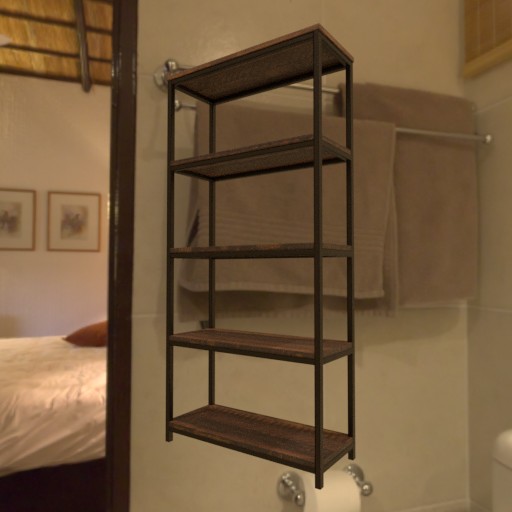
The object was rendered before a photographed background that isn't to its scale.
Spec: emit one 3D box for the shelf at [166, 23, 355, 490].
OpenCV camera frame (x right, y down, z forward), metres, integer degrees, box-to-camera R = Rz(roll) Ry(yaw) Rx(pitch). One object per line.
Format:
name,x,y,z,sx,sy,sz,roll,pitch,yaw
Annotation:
shelf,0.000,0.000,2.161,0.874,1.860,0.359,-1,-2,35
